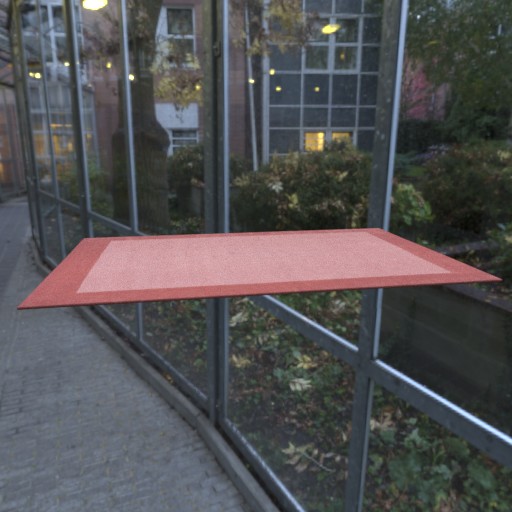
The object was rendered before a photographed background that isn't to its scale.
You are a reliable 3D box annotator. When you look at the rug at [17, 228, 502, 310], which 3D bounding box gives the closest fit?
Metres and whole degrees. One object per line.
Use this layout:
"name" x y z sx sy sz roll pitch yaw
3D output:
"rug" 0.000 0.000 2.911 2.438 0.014 1.524 -2 14 -10
